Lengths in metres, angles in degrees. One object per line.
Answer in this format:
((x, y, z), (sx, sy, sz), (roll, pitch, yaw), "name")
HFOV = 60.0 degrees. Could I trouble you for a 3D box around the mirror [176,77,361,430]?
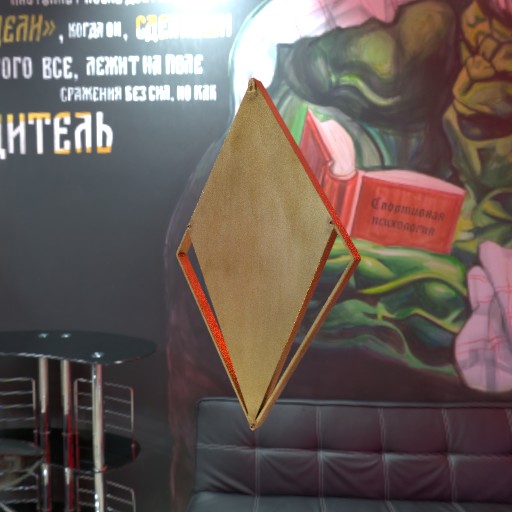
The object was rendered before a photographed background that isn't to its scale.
((0.000, 0.000, 0.861), (0.419, 0.679, 0.032), (1, 2, 36), "mirror")
